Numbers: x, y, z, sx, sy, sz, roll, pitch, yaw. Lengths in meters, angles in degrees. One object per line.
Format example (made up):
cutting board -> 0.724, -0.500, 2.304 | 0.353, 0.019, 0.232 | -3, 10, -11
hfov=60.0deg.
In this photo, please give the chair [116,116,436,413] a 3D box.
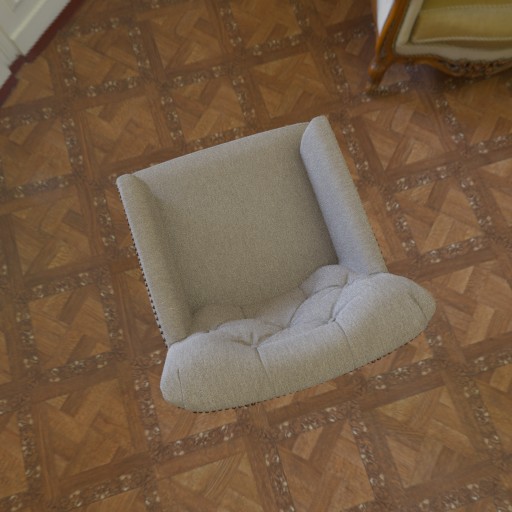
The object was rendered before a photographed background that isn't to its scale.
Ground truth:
chair -> 0.000, 0.000, 1.540 | 0.737, 0.823, 0.902 | -18, 75, -5
